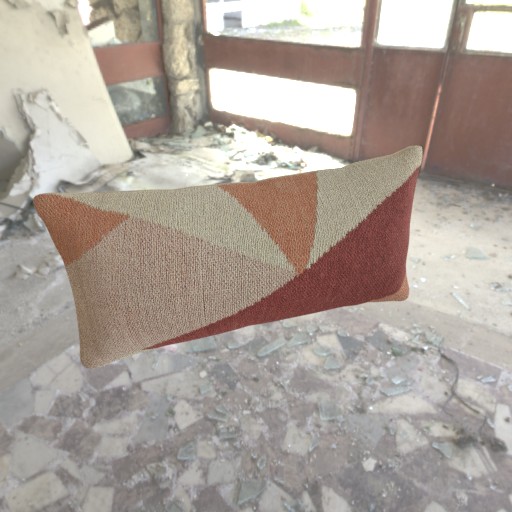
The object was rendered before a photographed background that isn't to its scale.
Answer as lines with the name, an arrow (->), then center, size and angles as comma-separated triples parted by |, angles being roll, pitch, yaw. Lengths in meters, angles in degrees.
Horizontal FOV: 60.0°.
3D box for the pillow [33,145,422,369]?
pillow -> 0.000, 0.000, 0.721 | 0.609, 0.292, 0.155 | -10, 33, -16
